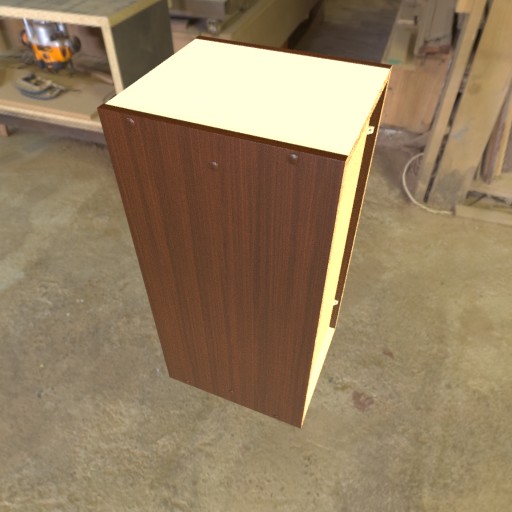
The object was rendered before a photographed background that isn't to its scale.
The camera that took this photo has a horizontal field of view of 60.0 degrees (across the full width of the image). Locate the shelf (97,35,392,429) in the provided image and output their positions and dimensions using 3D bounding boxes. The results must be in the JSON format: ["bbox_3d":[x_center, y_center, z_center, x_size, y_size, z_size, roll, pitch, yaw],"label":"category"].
[{"bbox_3d":[0.000,0.000,0.761,0.290,0.600,0.253,16,47,16],"label":"shelf"}]
